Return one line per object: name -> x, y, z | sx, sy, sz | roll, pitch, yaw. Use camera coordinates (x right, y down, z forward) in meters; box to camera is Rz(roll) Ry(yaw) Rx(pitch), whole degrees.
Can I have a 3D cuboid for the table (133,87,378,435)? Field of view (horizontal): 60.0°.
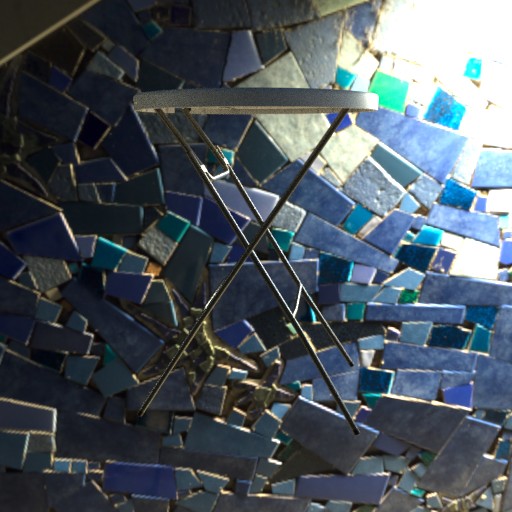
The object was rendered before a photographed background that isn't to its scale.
table -> 0.000, 0.000, 1.634 | 0.795, 1.105, 0.792 | 3, 17, 9
